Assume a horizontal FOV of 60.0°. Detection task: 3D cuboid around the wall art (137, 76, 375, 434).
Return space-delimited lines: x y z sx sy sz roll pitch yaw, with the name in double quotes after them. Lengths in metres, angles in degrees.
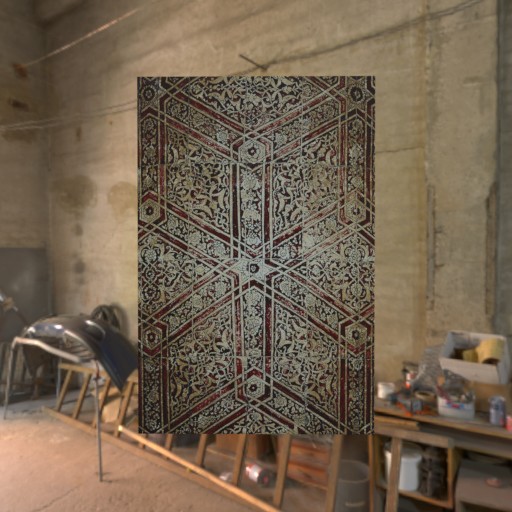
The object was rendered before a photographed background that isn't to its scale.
0.000 0.000 1.134 0.599 0.904 0.030 0 1 1 "wall art"
